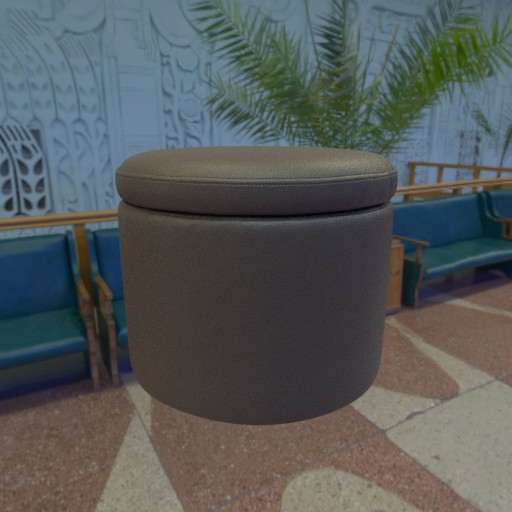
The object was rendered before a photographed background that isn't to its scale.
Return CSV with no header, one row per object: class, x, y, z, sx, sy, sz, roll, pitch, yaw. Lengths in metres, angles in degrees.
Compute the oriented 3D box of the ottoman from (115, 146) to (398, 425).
ottoman,0.000,0.000,0.857,0.500,0.409,0.500,0,15,0
